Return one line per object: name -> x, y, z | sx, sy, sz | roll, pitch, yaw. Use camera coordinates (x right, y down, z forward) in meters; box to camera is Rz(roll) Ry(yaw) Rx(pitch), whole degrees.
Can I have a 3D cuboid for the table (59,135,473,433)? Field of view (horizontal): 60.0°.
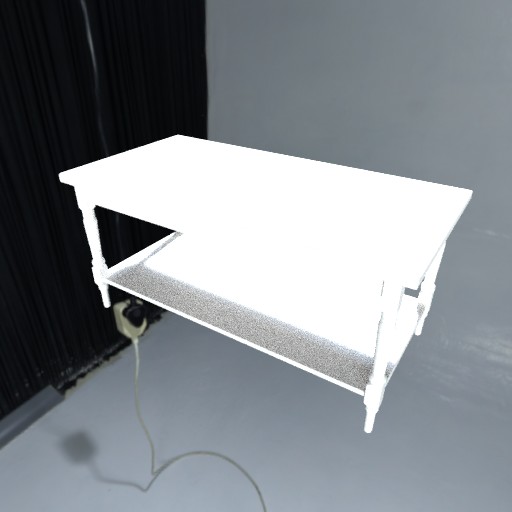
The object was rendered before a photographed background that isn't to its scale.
table -> 0.000, 0.000, 1.442 | 1.107, 0.510, 0.550 | 18, 34, 28
